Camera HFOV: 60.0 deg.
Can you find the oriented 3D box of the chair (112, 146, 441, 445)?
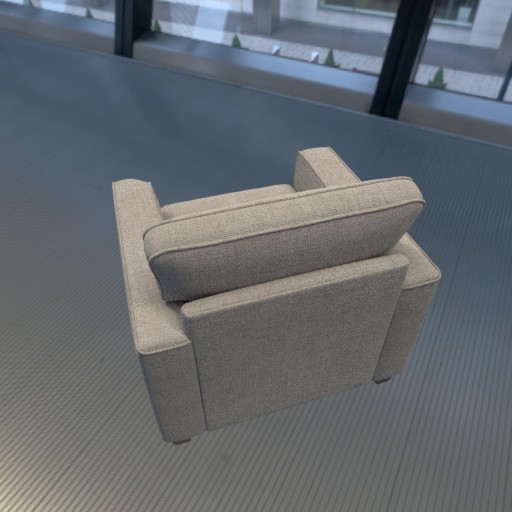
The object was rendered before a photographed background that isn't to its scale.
[{"bbox_3d":[0.000,0.000,1.767,1.015,0.965,0.939,-12,44,-13],"label":"chair"}]
